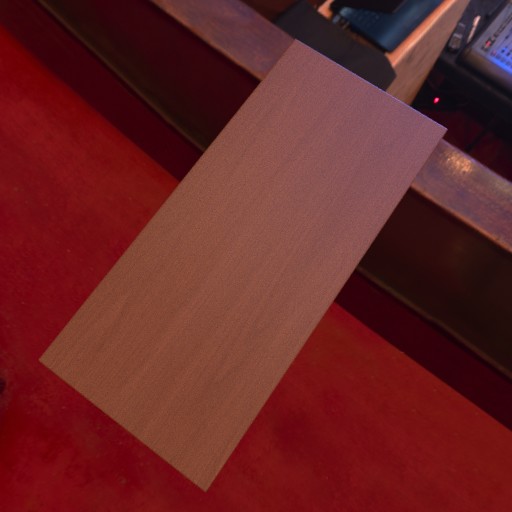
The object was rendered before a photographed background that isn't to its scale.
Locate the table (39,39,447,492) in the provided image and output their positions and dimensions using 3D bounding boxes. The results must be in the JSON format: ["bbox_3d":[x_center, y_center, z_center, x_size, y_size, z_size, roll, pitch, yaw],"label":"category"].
[{"bbox_3d":[0.000,0.000,1.324,0.500,0.400,1.100,34,79,8],"label":"table"}]
